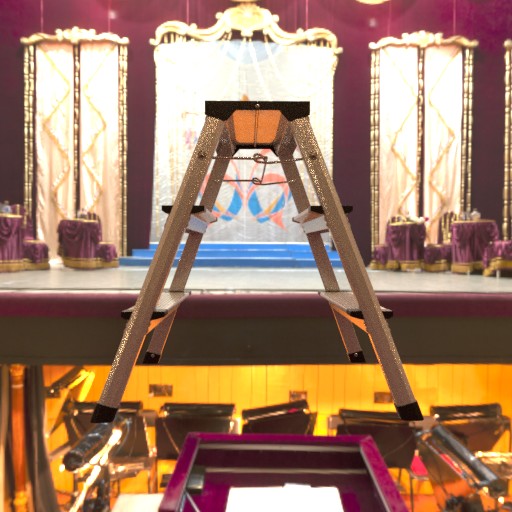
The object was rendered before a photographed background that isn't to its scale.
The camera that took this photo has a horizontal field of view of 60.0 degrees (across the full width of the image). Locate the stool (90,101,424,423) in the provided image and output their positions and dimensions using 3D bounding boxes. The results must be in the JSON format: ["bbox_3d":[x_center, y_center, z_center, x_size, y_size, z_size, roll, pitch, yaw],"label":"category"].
[{"bbox_3d":[0.000,0.000,1.030,0.622,0.605,0.437,0,1,-1],"label":"stool"}]
